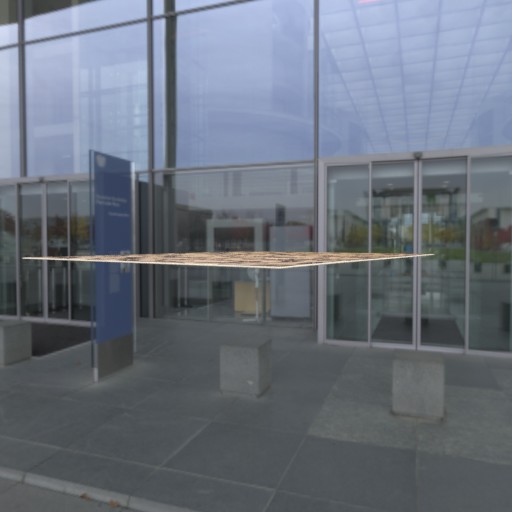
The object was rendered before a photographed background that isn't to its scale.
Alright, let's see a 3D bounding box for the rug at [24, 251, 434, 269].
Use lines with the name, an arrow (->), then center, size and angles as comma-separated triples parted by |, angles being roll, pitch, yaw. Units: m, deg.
rug -> 0.000, 0.000, 3.989 | 2.380, 0.008, 2.977 | 1, 2, 35
